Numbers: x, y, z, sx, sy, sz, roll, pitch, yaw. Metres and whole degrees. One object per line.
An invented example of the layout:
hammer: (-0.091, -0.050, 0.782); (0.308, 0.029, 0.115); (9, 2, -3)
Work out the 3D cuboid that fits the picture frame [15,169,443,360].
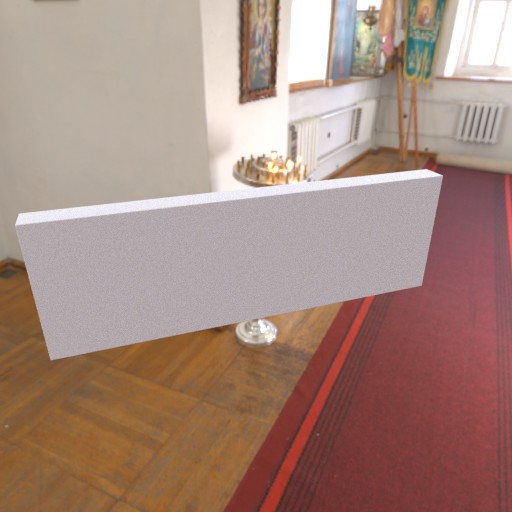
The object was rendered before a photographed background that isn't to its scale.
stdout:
picture frame: (0.000, 0.000, 0.833); (0.759, 0.250, 0.050); (-9, 28, -17)
